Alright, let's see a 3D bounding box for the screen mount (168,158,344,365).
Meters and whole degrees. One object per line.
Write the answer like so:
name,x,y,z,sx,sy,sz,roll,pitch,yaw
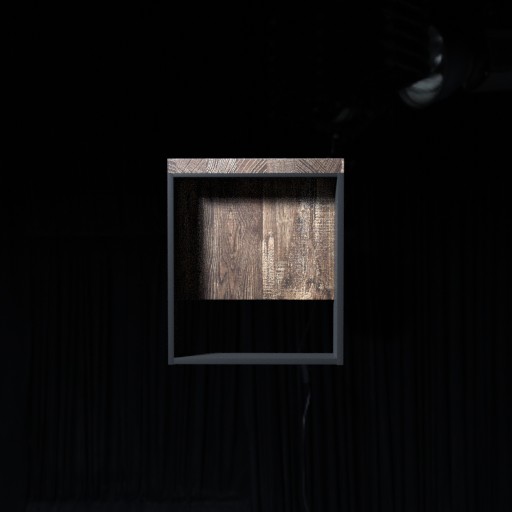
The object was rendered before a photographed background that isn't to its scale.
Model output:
screen mount,0.000,0.000,1.730,0.395,0.450,1.524,0,1,0
